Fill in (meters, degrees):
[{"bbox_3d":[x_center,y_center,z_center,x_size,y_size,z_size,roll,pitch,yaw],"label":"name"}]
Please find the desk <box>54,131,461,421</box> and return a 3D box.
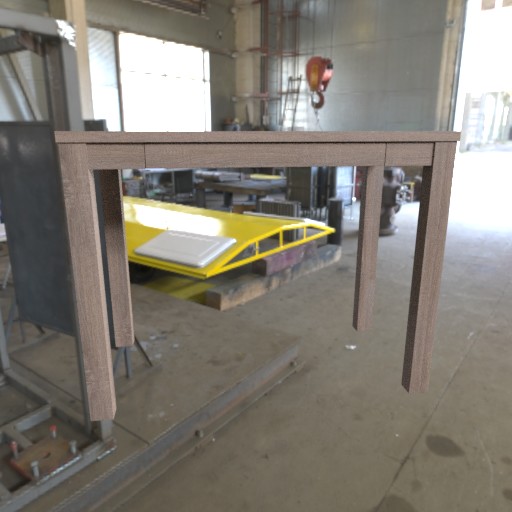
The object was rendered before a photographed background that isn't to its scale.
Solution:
[{"bbox_3d":[0.000,0.000,1.406,0.991,0.762,0.495,-2,16,-8],"label":"desk"}]
